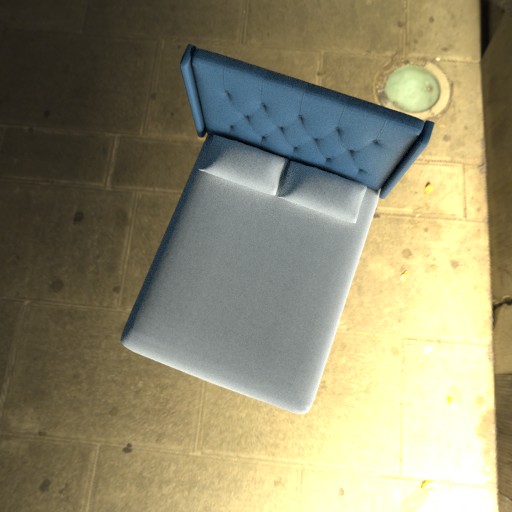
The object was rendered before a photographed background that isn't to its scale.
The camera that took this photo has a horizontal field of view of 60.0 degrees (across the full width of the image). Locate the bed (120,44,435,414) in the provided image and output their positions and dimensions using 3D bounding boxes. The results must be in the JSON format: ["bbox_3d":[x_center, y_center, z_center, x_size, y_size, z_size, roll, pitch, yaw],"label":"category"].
[{"bbox_3d":[0.000,0.000,3.450,1.719,1.665,2.078,20,78,5],"label":"bed"}]
